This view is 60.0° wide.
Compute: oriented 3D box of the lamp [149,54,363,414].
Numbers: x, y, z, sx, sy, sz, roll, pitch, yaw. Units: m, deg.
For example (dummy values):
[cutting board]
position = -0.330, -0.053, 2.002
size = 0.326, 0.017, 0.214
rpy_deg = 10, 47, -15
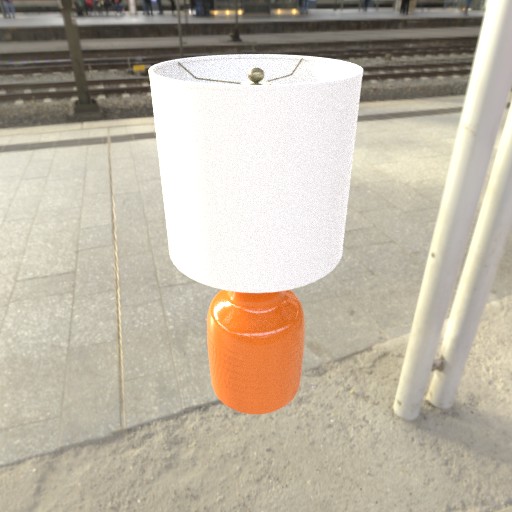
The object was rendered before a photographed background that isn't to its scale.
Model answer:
[lamp]
position = 0.000, 0.000, 1.100
size = 0.418, 0.871, 0.418
rpy_deg = -10, 32, -17
